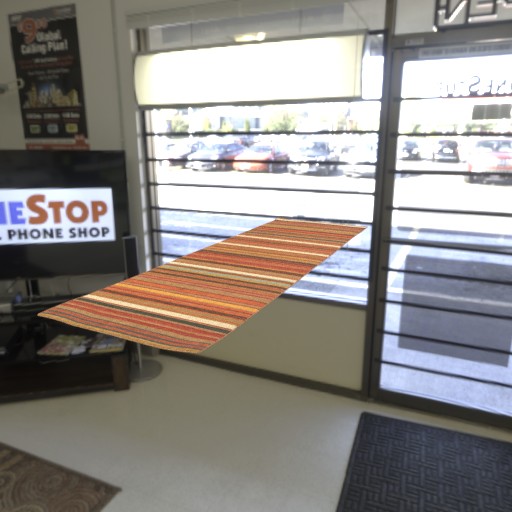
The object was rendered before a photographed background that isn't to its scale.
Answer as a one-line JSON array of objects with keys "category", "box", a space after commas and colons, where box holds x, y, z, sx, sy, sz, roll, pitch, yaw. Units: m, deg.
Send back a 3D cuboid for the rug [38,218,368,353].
[{"category": "rug", "box": [0.000, 0.000, 2.693, 0.799, 0.030, 2.444, 8, 17, 26]}]
